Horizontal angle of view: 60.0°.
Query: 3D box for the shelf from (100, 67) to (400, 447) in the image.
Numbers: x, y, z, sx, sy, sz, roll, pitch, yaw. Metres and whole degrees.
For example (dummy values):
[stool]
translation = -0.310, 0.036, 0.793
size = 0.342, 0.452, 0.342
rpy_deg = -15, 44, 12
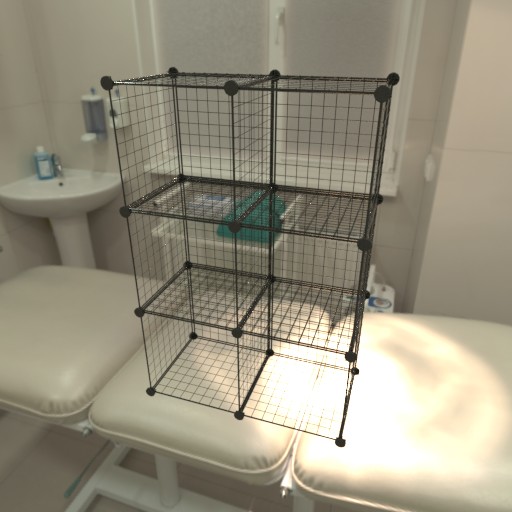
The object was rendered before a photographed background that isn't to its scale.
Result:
[shelf]
translation = 0.000, 0.000, 1.402
size = 0.711, 1.067, 0.356
rpy_deg = 9, 28, 17
